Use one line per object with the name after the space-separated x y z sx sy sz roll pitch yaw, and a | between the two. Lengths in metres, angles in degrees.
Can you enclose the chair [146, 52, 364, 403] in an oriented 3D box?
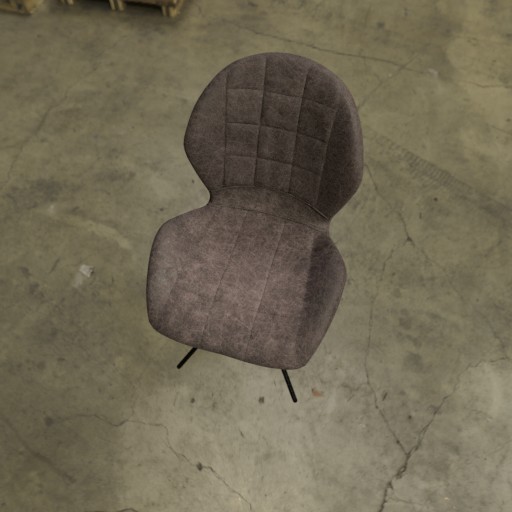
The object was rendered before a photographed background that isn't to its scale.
0.000 0.000 1.319 0.527 0.934 0.640 14 59 8 | chair
